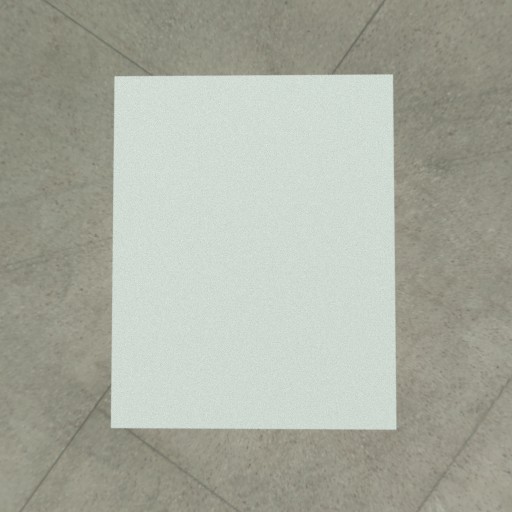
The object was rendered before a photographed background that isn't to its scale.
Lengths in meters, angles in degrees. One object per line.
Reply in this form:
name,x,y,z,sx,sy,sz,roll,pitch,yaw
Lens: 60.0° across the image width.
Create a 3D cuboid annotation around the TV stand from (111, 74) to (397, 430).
TV stand,0.000,0.000,0.915,0.405,0.559,0.508,0,88,1
